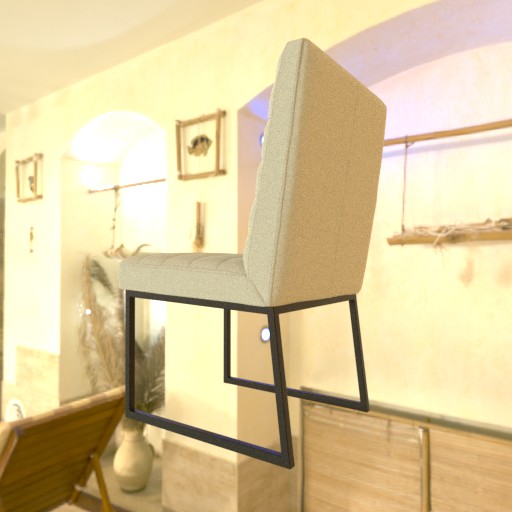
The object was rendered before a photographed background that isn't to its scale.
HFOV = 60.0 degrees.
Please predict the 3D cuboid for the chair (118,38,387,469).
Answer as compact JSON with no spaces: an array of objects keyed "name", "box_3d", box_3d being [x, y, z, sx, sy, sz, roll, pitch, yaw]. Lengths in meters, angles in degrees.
[{"name":"chair","box_3d":[0.000,0.000,1.298,0.634,0.930,0.520,0,-1,36]}]
